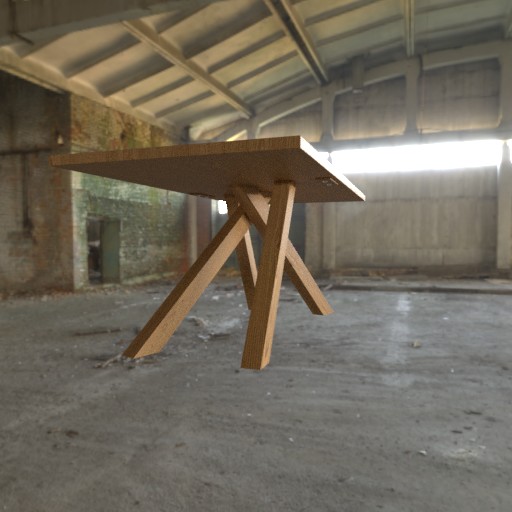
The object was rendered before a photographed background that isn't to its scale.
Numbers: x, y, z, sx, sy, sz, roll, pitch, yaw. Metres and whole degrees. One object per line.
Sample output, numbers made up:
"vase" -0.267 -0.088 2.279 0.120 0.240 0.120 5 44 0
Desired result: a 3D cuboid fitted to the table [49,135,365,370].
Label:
"table" 0.000 0.000 2.255 0.901 0.750 1.797 1 2 19
